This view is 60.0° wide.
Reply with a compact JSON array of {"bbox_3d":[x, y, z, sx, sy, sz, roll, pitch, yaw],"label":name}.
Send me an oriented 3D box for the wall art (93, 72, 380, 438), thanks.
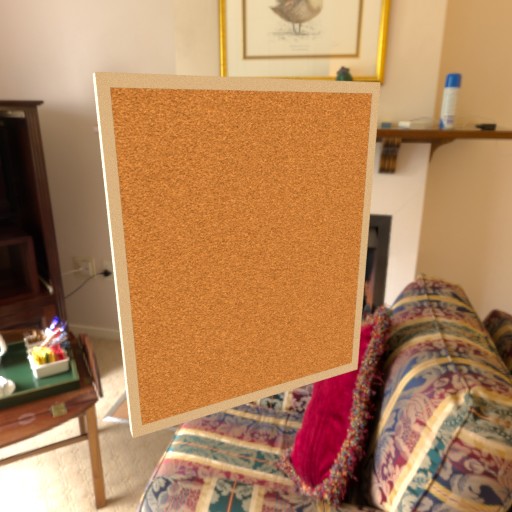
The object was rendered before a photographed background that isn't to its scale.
[{"bbox_3d":[0.000,0.000,0.719,0.444,0.536,0.020,-9,20,-25],"label":"wall art"}]
